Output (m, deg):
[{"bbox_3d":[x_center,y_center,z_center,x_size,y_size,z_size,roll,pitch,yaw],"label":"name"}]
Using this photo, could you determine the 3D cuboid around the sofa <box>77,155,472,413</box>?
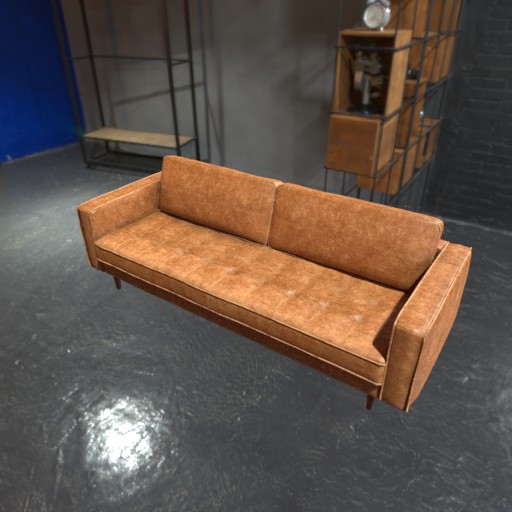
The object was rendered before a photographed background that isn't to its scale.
[{"bbox_3d":[0.000,0.000,2.629,2.199,0.779,0.886,19,35,29],"label":"sofa"}]
